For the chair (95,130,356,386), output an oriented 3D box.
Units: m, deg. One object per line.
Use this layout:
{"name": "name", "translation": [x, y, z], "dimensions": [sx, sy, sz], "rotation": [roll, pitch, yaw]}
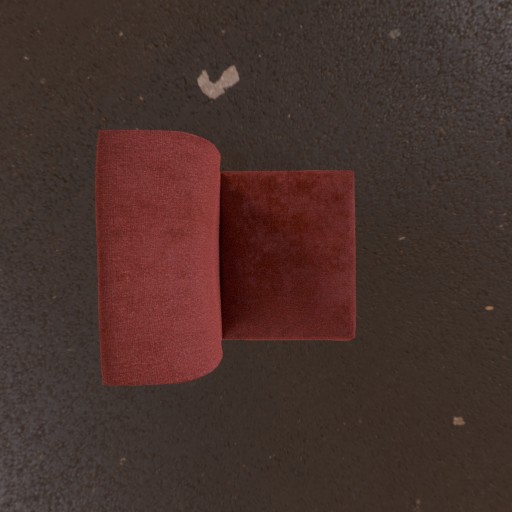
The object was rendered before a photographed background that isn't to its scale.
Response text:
{"name": "chair", "translation": [0.000, 0.000, 1.301], "dimensions": [0.640, 0.846, 0.538], "rotation": [0, 90, 1]}
